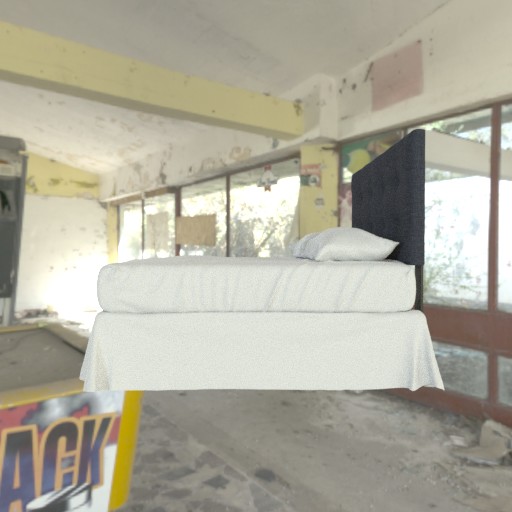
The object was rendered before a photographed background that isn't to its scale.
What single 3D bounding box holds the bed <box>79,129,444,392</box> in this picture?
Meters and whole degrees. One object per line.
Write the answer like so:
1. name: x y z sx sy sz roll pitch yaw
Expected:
1. bed: 0.000 0.000 3.489 2.222 1.577 1.936 0 1 -1
